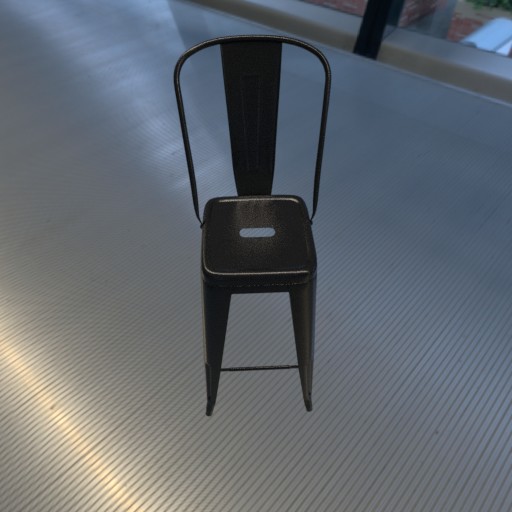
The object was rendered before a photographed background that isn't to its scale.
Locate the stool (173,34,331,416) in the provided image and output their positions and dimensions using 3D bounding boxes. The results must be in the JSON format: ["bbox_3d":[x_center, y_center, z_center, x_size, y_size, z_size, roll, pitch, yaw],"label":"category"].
[{"bbox_3d":[0.000,0.000,1.344,0.399,1.096,0.513,-2,47,-2],"label":"stool"}]
